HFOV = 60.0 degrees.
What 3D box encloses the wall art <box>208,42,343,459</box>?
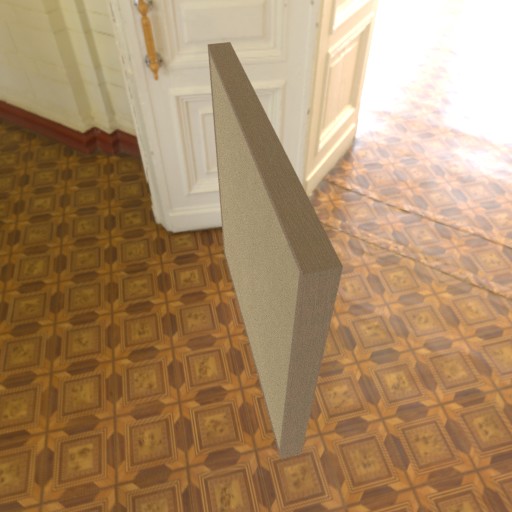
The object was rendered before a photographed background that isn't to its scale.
[{"bbox_3d":[0.000,0.000,0.757,0.038,0.506,0.508,-10,49,-9],"label":"wall art"}]
